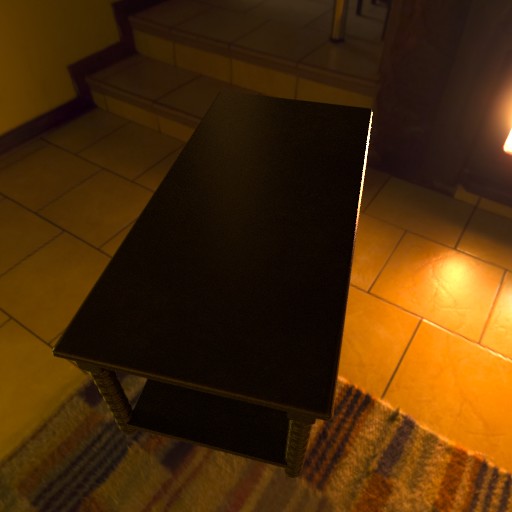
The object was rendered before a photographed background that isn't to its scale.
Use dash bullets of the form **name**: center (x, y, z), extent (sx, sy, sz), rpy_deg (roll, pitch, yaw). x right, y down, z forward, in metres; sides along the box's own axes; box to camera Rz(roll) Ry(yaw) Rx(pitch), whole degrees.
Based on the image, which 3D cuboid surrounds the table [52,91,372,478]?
- **table**: center (0.000, 0.000, 1.419), extent (0.580, 0.487, 1.171), rpy_deg (10, 47, 10)
